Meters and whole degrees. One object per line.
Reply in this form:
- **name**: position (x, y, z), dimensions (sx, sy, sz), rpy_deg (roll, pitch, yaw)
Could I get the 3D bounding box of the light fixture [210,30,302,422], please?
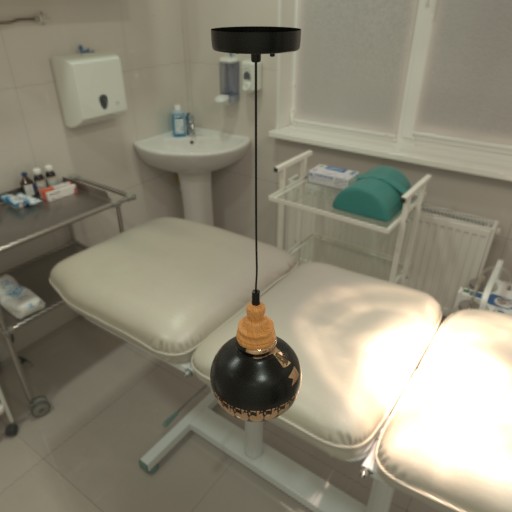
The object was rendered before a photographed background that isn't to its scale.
- **light fixture**: position (0.000, 0.000, 1.760), dimensions (0.430, 1.606, 0.430), rpy_deg (20, 36, 30)
